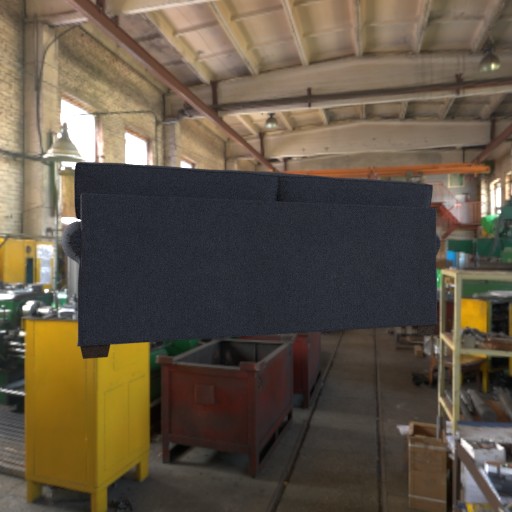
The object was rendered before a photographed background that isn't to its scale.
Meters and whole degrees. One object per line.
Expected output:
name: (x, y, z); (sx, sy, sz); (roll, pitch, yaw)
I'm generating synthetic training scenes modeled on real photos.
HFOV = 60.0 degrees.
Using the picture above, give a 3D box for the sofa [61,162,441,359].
sofa: (0.000, 0.000, 2.981); (2.391, 1.026, 0.954); (0, 0, -19)
